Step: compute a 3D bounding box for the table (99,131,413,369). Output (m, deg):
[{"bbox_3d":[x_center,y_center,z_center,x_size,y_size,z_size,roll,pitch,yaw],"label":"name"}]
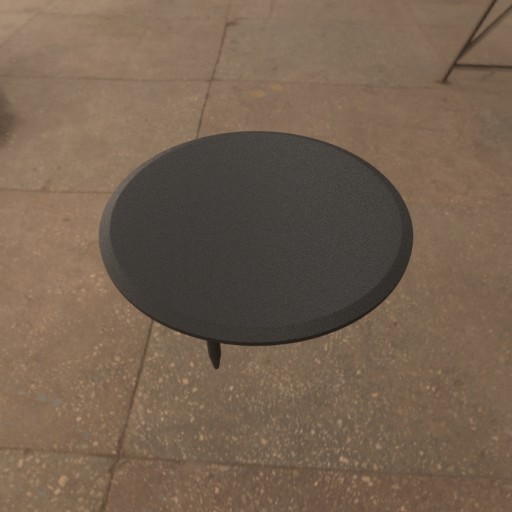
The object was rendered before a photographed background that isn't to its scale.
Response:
[{"bbox_3d":[0.000,0.000,1.442,0.900,0.400,0.900,0,46,0],"label":"table"}]
